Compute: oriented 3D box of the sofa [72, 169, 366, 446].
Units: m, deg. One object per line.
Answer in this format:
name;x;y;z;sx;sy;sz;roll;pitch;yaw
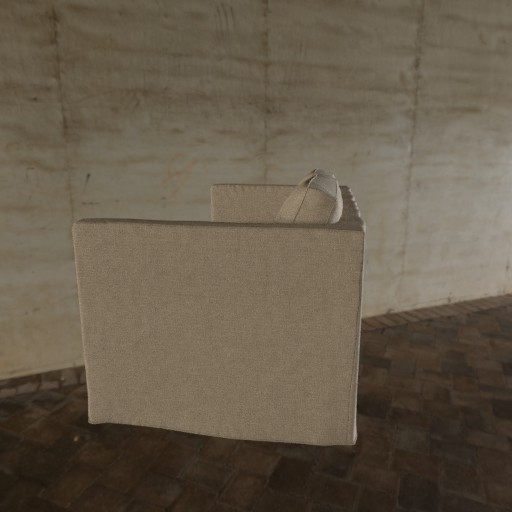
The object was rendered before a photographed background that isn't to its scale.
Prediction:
sofa;0.000;0.000;2.219;0.956;0.828;1.766;2;13;10
